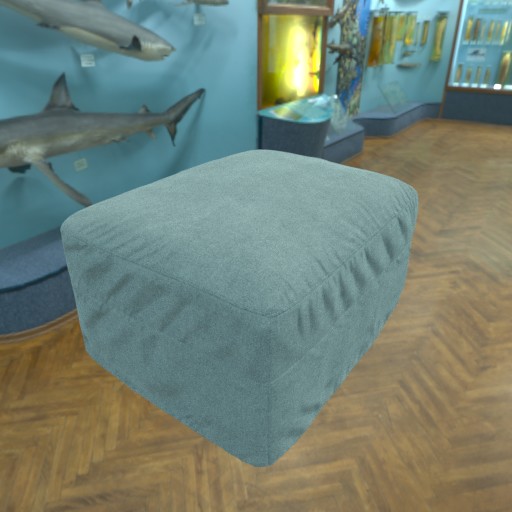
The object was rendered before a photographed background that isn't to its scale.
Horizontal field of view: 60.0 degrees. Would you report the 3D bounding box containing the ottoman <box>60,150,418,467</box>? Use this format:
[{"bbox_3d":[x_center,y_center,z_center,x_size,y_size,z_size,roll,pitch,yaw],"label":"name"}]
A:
[{"bbox_3d":[0.000,0.000,1.268,0.683,0.481,0.837,19,33,31],"label":"ottoman"}]
